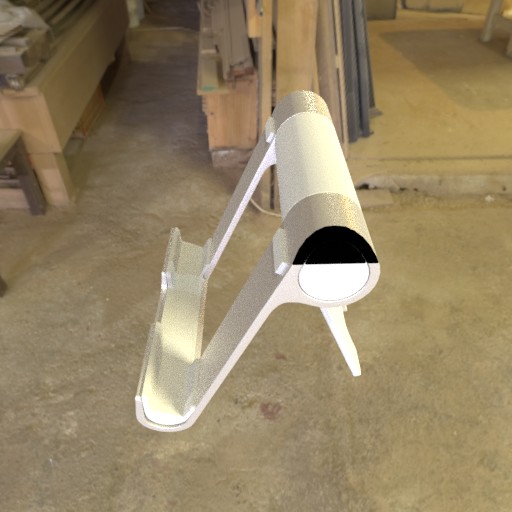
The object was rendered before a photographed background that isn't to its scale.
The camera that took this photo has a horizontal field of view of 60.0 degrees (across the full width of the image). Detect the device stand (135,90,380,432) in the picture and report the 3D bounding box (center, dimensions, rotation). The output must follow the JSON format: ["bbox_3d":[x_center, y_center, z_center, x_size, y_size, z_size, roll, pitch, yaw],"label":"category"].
[{"bbox_3d":[0.000,0.000,0.155,0.079,0.084,0.086,-1,41,-1],"label":"device stand"}]
